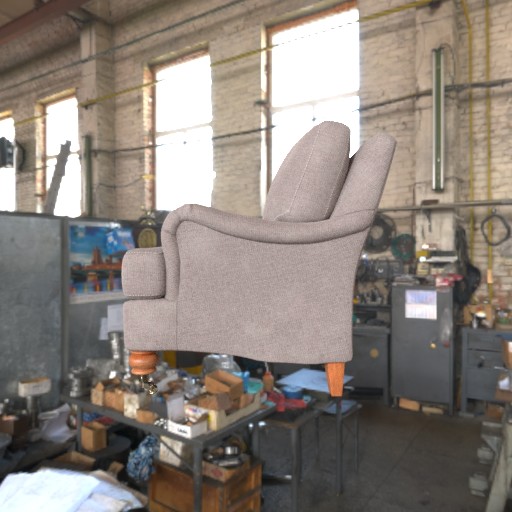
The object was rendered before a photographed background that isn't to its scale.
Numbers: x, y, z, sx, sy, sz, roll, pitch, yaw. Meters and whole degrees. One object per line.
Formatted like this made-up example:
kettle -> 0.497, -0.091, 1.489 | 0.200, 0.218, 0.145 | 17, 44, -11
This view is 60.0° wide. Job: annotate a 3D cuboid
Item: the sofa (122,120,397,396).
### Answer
sofa -> 0.000, 0.000, 2.585 | 1.084, 1.101, 1.853 | 0, 0, -1
